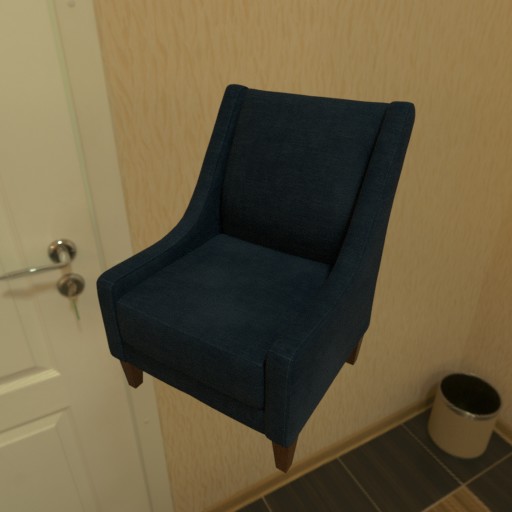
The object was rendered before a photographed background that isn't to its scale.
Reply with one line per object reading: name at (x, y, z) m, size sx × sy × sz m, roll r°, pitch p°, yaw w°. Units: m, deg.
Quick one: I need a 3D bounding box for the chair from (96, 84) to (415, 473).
chair at (0.000, 0.000, 1.593) m, size 0.774 × 1.014 × 0.870 m, roll 17°, pitch 34°, yaw 28°
